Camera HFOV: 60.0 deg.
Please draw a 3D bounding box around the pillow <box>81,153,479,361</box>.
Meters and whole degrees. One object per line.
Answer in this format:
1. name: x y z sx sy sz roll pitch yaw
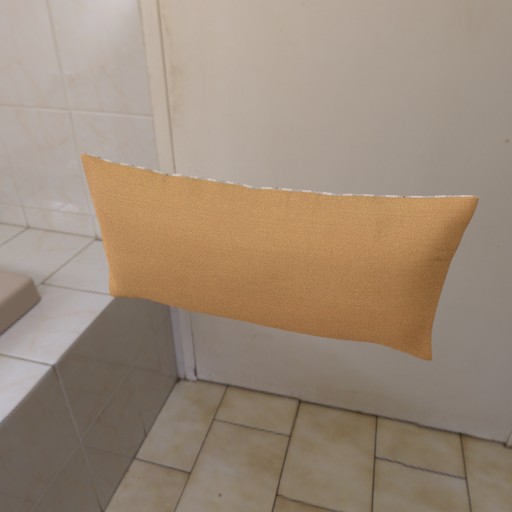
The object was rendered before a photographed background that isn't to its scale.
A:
1. pillow: 0.000 0.000 0.730 0.608 0.291 0.151 9 32 15
